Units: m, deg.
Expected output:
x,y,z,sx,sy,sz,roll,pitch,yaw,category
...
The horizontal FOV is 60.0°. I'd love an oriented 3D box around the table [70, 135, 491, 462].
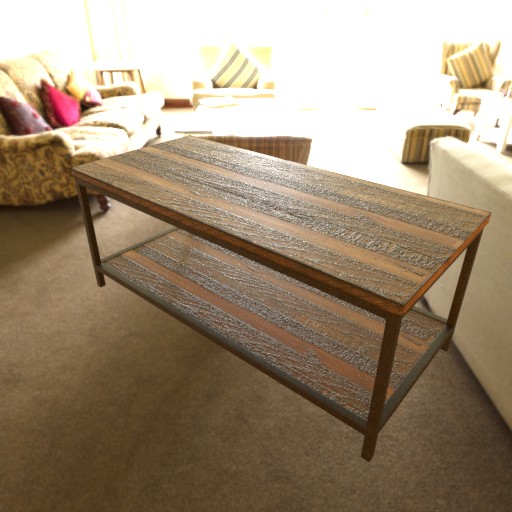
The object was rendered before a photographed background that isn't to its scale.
x,y,z,sx,sy,sz,roll,pitch,yaw,category
0.000,0.000,1.214,0.990,0.399,0.452,23,37,34,table
